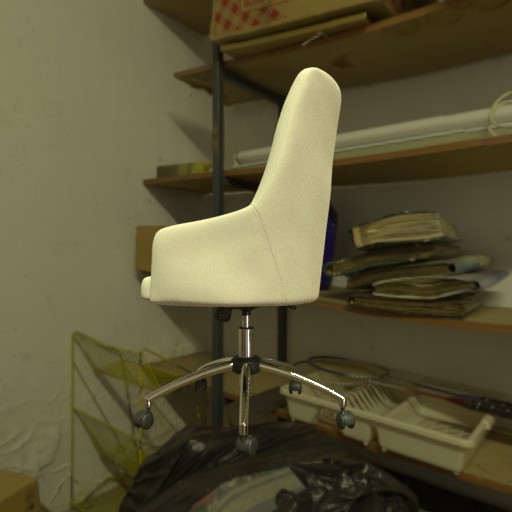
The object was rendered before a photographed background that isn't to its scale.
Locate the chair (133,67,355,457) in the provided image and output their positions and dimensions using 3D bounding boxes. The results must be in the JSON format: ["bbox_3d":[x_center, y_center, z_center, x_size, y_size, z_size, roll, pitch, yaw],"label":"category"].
[{"bbox_3d":[0.000,0.000,1.455,0.640,1.049,0.620,0,-1,18],"label":"chair"}]
